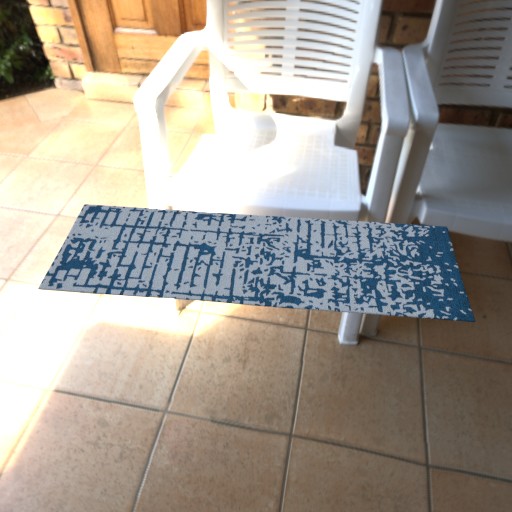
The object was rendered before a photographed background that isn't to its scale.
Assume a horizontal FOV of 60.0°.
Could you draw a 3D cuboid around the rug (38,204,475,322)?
[{"bbox_3d":[0.000,0.000,2.709,2.435,0.011,0.750,4,47,4],"label":"rug"}]
